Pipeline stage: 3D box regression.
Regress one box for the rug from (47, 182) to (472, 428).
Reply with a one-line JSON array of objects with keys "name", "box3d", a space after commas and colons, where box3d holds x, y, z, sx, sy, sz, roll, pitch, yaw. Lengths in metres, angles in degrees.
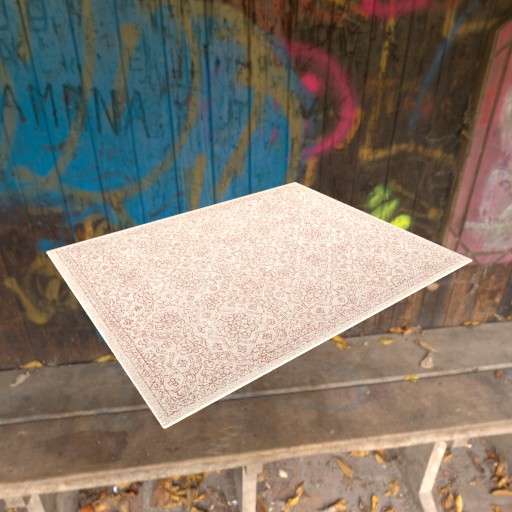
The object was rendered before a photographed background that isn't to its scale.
[{"name": "rug", "box3d": [0.000, 0.000, 4.057, 3.050, 0.015, 2.441, -20, 36, -31]}]
